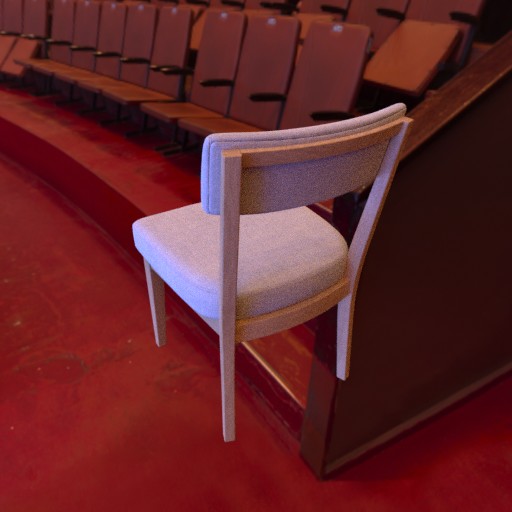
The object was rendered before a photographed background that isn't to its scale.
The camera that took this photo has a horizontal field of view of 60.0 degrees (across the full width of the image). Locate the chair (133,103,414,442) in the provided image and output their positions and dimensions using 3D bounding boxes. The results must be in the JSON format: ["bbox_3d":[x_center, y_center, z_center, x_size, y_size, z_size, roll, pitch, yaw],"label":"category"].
[{"bbox_3d":[0.000,0.000,1.210,0.508,0.832,0.572,-18,35,-28],"label":"chair"}]
